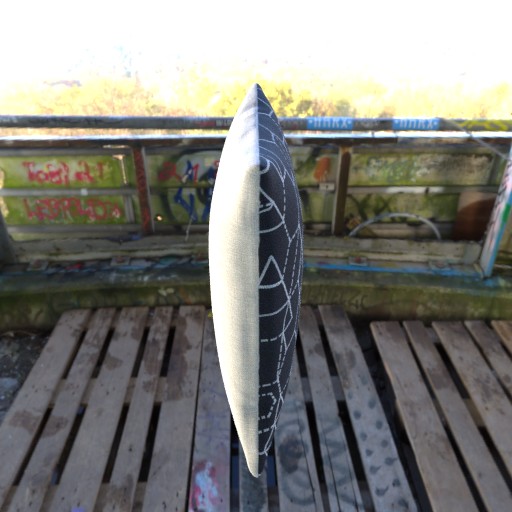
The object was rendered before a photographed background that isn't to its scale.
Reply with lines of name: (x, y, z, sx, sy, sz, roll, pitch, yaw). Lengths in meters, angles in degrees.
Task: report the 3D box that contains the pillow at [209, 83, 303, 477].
pillow: (0.000, 0.000, 0.791, 0.158, 0.508, 0.517, 0, 30, 0)
